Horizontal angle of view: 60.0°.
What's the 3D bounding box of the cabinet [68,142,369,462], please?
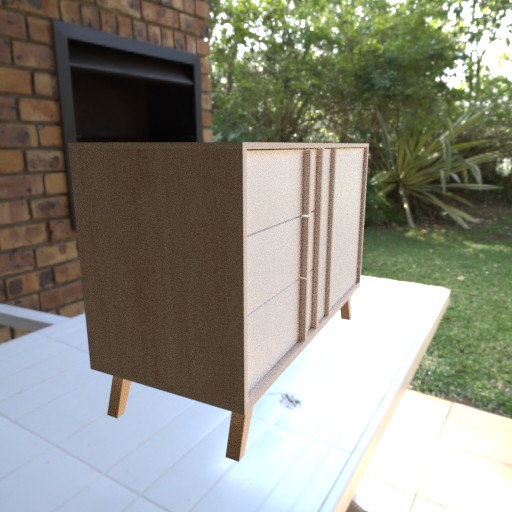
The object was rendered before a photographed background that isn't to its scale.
[{"bbox_3d":[0.000,0.000,1.582,0.500,0.780,1.110,7,16,26],"label":"cabinet"}]
